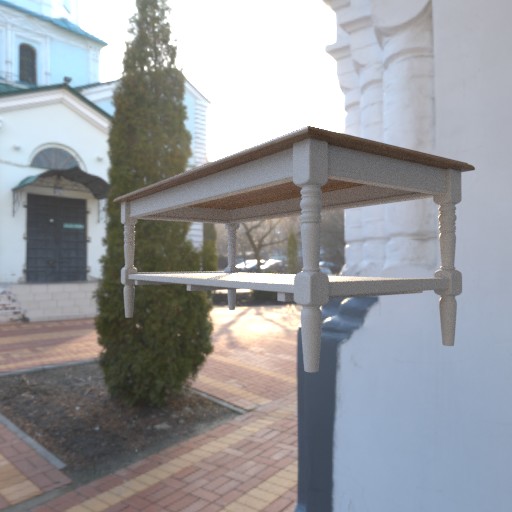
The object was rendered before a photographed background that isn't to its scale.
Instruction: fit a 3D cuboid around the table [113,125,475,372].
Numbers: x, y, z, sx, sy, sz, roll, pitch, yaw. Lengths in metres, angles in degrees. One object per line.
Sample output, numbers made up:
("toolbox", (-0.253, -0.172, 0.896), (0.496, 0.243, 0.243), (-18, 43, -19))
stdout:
("table", (0.000, 0.000, 1.405), (0.559, 0.458, 1.118), (1, -1, -35))
